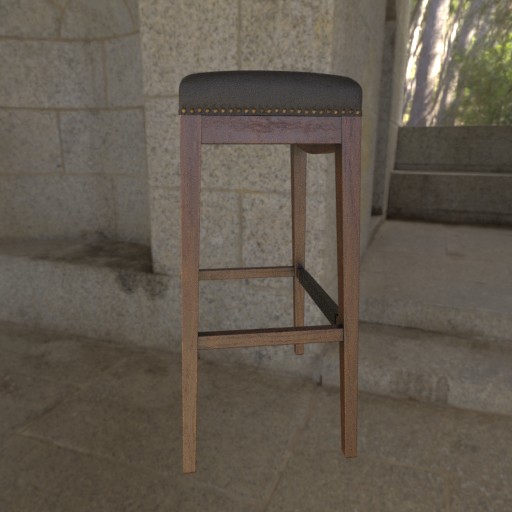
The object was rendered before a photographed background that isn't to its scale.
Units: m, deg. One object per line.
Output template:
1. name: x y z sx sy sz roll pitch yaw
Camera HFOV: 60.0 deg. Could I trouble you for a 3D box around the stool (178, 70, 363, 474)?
1. stool: 0.000 0.000 1.056 0.361 0.765 0.500 -2 14 -7
